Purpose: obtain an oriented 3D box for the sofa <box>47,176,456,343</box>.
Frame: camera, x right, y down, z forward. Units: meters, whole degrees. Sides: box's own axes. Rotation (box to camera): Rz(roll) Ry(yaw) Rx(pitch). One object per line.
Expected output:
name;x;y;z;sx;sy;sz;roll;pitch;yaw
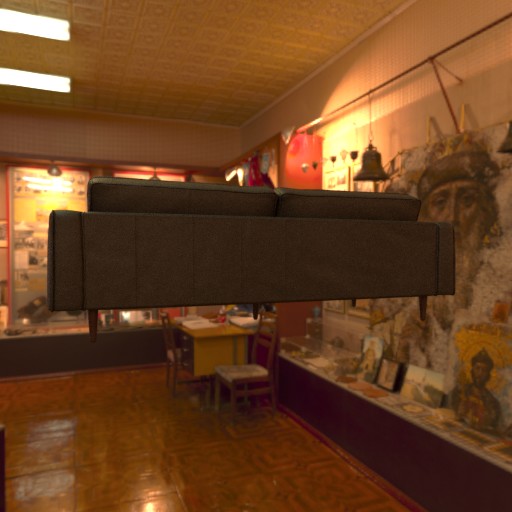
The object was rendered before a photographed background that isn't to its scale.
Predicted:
sofa;0.000;0.000;2.638;2.210;0.762;0.914;0;0;-20
